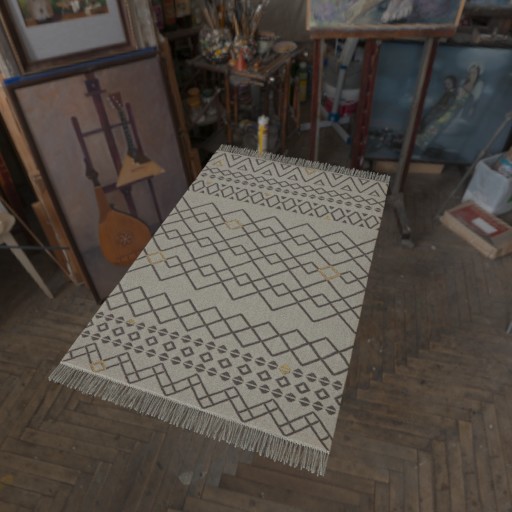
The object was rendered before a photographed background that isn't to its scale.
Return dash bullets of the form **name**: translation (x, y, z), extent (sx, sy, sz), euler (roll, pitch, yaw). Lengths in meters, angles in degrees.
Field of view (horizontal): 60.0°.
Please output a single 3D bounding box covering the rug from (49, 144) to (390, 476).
- **rug**: translation (0.000, 0.000, 2.982), extent (1.495, 0.035, 2.472), euler (14, 47, 13)
